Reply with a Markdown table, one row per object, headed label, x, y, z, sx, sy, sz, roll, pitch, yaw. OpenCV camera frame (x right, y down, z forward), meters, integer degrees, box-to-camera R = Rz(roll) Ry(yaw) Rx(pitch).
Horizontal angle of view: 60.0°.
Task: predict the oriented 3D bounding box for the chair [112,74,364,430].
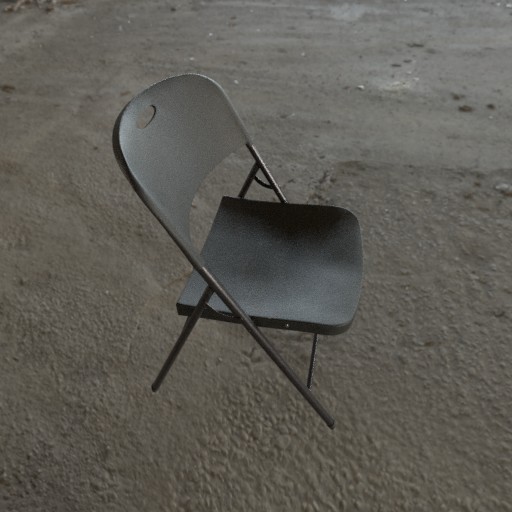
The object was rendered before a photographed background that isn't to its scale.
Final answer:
| label | x | y | z | sx | sy | sz | roll | pitch | yaw |
| --- | --- | --- | --- | --- | --- | --- | --- | --- | --- |
| chair | 0.000 | 0.000 | 1.180 | 0.567 | 0.810 | 0.494 | 9 | 47 | 8 |
